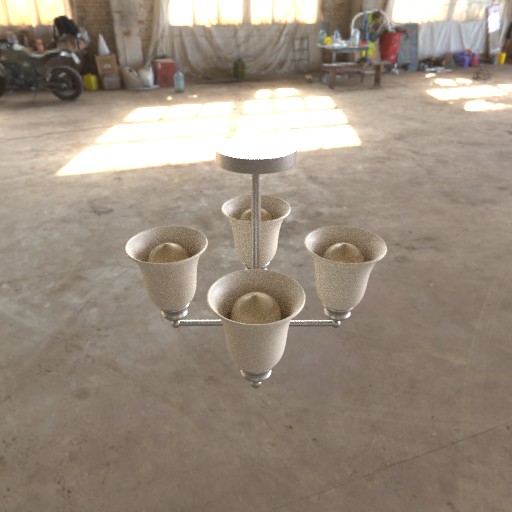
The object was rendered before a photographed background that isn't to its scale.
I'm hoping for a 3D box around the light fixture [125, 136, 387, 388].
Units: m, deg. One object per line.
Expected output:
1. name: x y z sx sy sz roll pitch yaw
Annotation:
1. light fixture: 0.000 0.000 0.741 0.427 0.370 0.427 0 30 0
